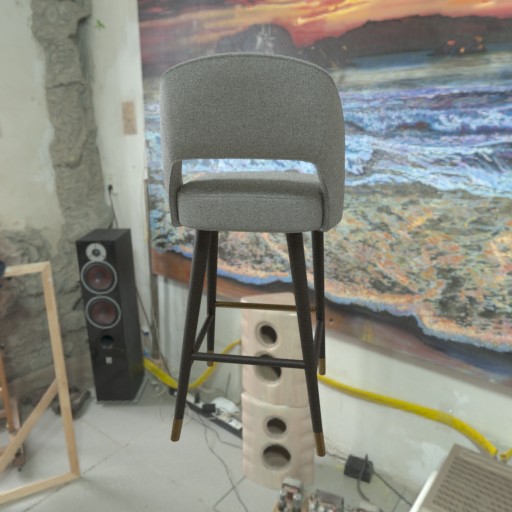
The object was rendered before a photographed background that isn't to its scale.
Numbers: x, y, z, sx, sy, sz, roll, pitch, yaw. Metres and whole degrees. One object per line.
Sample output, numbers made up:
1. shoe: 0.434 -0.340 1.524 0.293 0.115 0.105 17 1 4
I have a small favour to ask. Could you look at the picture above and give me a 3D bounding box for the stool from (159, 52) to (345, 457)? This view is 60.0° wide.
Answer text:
1. stool: 0.000 0.000 1.313 0.494 1.037 0.509 2 16 8
